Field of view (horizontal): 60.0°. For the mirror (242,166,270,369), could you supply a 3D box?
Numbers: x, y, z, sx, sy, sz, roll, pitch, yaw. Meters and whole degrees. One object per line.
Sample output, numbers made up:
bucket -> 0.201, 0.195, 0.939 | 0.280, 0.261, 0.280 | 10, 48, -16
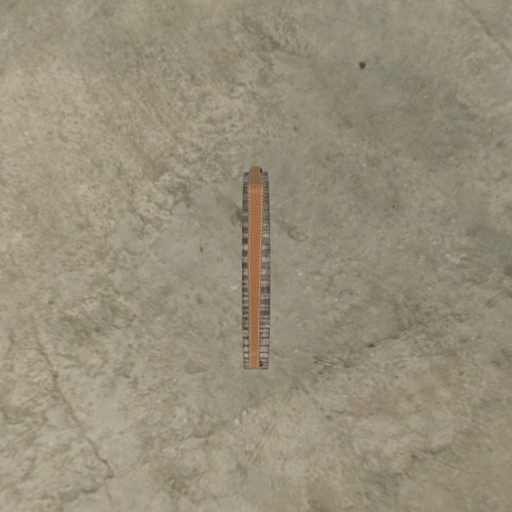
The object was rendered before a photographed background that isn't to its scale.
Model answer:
mirror -> 0.000, 0.000, 0.715 | 0.042, 0.568, 0.355 | 0, 76, 0
